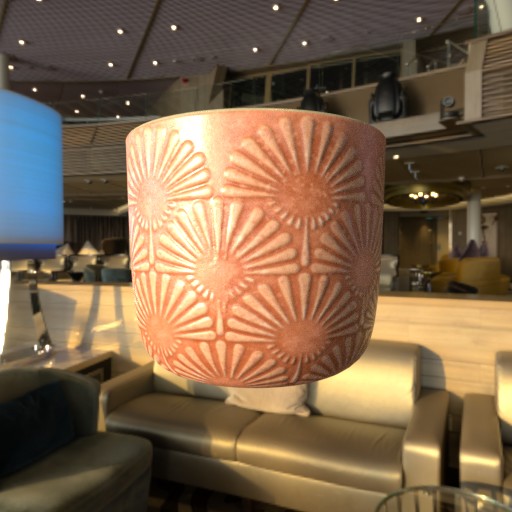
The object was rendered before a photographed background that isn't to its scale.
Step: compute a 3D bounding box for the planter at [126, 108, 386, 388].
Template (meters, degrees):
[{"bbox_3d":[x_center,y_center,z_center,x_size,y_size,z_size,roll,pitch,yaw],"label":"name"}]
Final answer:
[{"bbox_3d":[0.000,0.000,0.221,0.124,0.109,0.124,0,1,0],"label":"planter"}]
